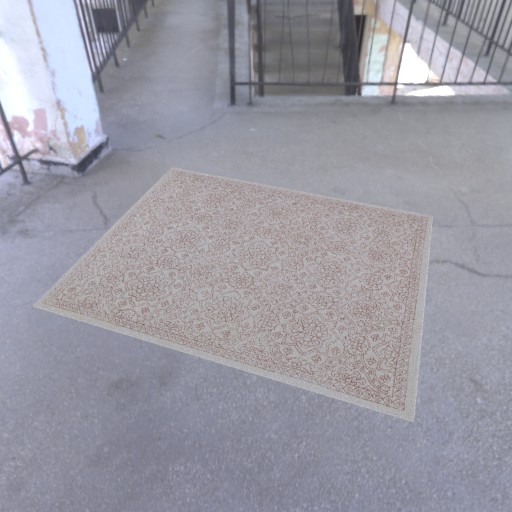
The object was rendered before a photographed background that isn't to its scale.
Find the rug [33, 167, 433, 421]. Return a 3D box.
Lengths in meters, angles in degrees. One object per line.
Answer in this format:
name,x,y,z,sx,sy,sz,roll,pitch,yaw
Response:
rug,0.000,0.000,4.146,3.050,0.015,2.441,13,42,15
